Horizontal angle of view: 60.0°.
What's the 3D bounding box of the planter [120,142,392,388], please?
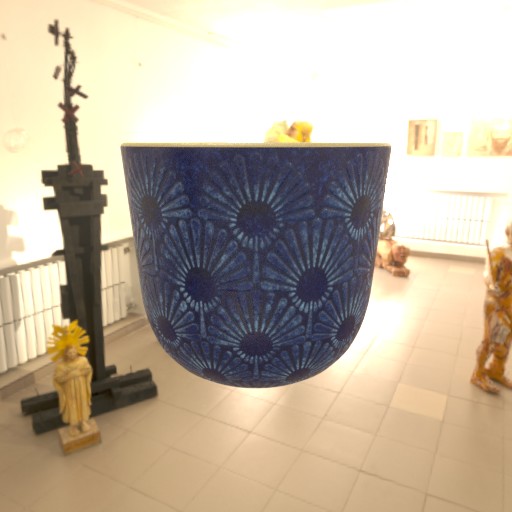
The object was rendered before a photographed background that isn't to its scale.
[{"bbox_3d":[0.000,0.000,0.307,0.170,0.153,0.170,0,14,0],"label":"planter"}]
